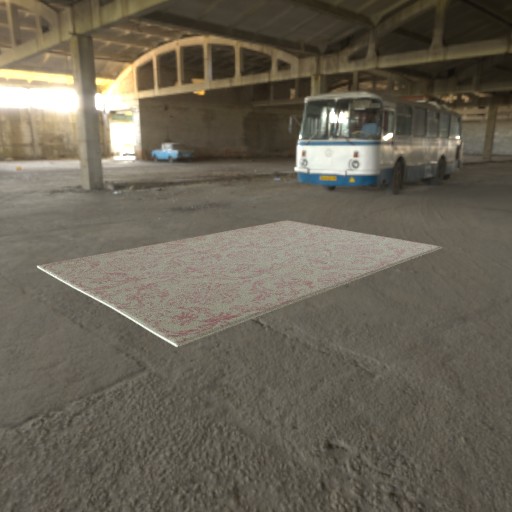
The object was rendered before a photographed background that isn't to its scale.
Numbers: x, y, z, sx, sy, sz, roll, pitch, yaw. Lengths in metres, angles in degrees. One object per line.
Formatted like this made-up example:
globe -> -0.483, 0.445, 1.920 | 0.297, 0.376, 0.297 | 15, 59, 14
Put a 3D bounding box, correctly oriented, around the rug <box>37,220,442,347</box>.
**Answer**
rug -> 0.000, 0.000, 3.559 | 2.746, 0.018, 1.819 | -14, 20, -42
